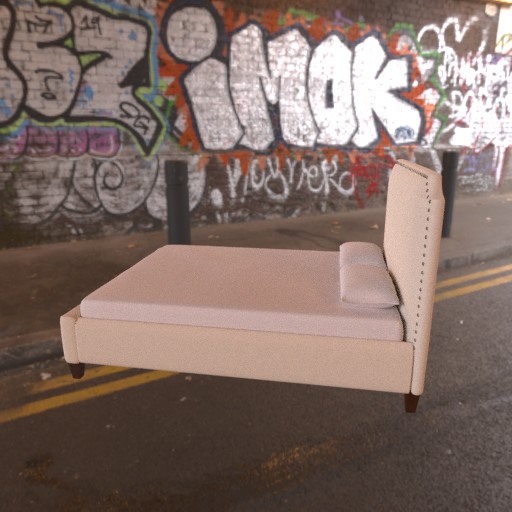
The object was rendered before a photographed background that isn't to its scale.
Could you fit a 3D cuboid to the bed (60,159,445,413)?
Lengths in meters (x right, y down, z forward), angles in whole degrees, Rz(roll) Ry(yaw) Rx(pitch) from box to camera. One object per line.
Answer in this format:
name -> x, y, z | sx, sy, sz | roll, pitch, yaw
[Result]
bed -> 0.000, 0.000, 3.473 | 2.372, 1.443, 1.712 | 3, 16, 10
